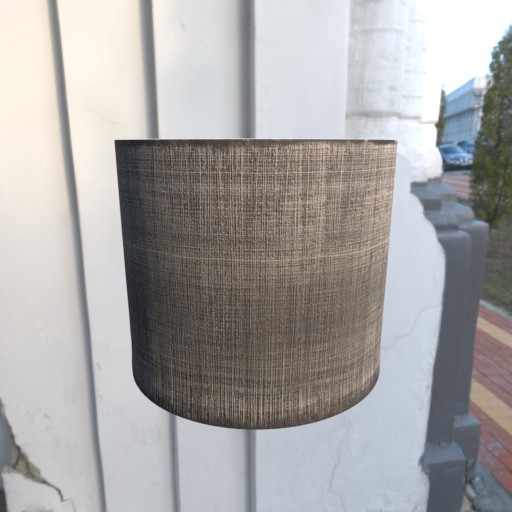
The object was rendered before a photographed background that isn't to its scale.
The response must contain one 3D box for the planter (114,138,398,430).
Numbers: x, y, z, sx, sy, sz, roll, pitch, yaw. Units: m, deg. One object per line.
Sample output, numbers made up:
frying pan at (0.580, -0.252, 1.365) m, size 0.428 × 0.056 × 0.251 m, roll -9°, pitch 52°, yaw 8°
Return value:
planter at (0.000, 0.000, 0.311) m, size 0.178 × 0.157 × 0.178 m, roll 0°, pitch 14°, yaw 0°
